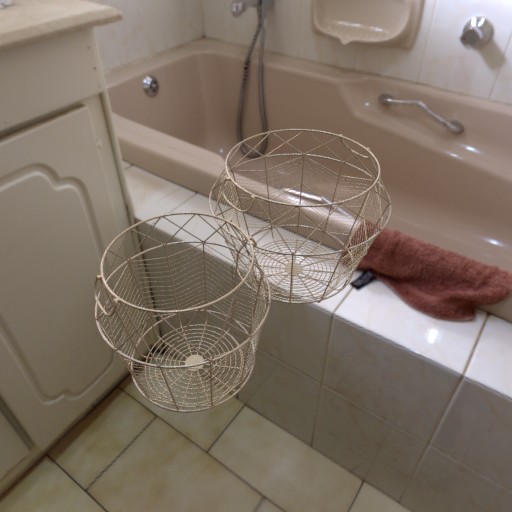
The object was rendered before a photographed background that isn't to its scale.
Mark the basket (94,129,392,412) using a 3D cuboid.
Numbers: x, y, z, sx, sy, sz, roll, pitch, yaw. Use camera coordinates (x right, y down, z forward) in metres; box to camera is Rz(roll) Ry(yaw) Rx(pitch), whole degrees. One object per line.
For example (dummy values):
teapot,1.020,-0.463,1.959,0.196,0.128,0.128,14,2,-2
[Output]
basket,0.000,0.000,1.052,0.451,0.343,0.805,27,47,28
